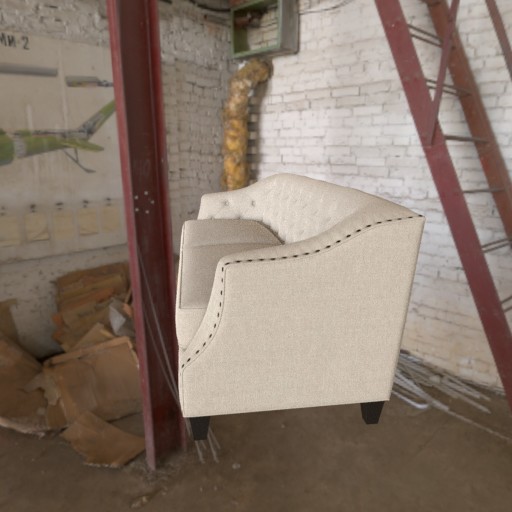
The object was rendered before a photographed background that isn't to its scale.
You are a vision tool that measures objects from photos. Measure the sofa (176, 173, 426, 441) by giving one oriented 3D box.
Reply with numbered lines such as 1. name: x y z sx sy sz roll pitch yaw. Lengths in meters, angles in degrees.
1. sofa: 0.000 0.000 2.683 0.914 0.901 2.235 -2 14 -8
